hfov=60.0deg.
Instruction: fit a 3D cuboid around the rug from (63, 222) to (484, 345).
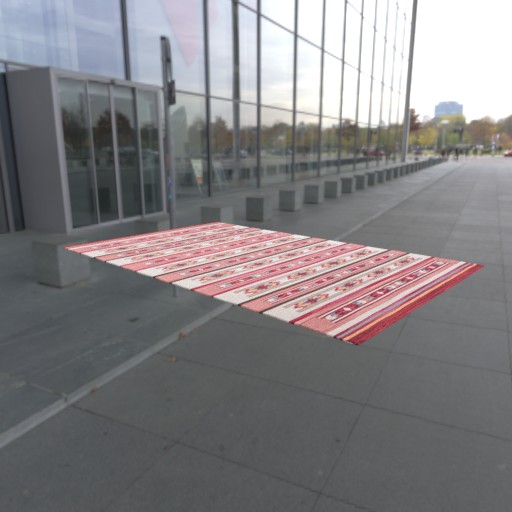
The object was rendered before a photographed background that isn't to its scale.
[{"bbox_3d":[0.000,0.000,2.989,2.431,0.010,1.535,12,18,41],"label":"rug"}]
